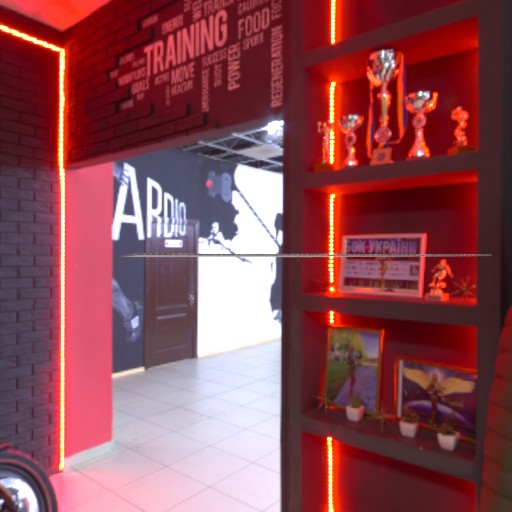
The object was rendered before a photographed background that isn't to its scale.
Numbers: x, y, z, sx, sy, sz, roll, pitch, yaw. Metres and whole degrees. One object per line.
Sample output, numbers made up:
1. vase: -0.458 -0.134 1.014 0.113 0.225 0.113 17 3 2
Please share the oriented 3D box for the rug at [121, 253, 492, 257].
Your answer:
1. rug: 0.000 0.000 5.135 2.894 0.011 3.957 0 0 -18
